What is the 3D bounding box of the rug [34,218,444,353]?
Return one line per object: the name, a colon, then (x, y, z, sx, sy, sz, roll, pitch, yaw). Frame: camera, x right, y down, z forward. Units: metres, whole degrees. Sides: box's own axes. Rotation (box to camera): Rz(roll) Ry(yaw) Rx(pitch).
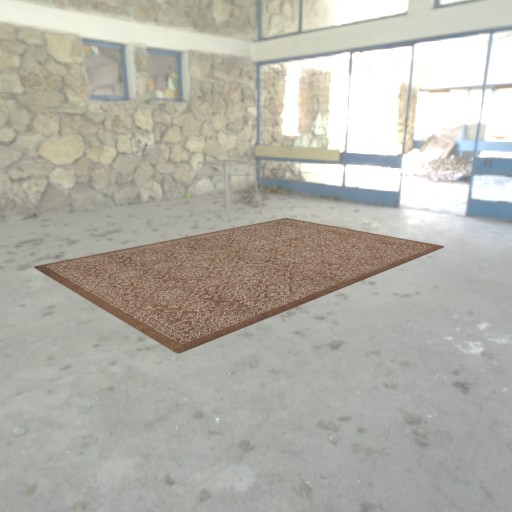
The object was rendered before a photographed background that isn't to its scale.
rug: (0.000, 0.000, 2.343, 1.829, 0.010, 1.219, -15, 21, -42)
